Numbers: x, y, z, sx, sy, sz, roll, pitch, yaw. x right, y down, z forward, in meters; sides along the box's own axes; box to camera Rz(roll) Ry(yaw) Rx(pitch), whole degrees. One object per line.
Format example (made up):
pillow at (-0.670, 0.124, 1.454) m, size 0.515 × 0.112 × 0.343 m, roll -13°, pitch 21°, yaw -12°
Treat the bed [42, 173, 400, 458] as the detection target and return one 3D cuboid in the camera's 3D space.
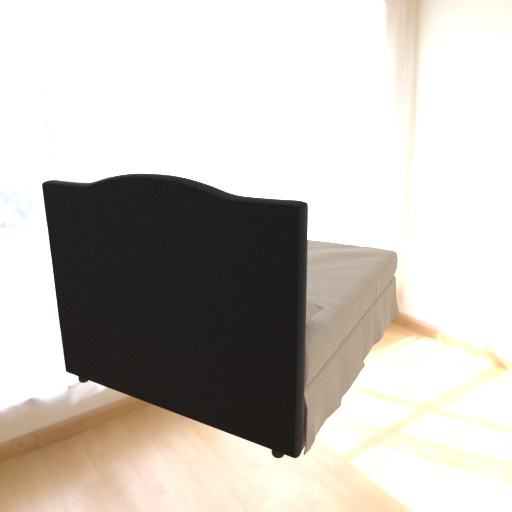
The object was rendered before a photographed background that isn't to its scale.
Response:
bed at (0.000, 0.000, 3.399) m, size 1.821 × 1.436 × 2.282 m, roll 9°, pitch 18°, yaw 28°
